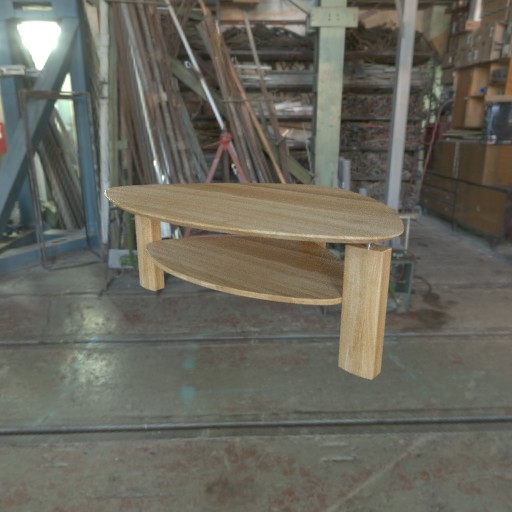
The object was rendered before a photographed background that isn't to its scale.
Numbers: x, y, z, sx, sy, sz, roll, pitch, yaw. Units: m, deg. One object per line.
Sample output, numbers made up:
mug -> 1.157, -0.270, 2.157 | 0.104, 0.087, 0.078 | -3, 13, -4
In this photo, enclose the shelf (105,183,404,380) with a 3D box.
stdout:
shelf -> 0.000, 0.000, 1.652 | 1.240, 0.439, 0.863 | 15, 22, 40
